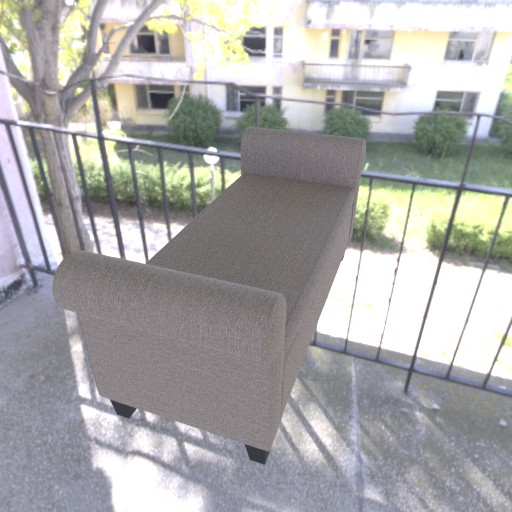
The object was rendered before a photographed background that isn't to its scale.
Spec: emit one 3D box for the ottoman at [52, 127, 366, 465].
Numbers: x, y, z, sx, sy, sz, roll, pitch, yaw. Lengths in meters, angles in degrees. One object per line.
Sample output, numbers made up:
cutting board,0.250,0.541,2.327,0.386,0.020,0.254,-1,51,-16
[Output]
ottoman,0.000,0.000,1.522,0.521,0.547,1.256,11,33,17
